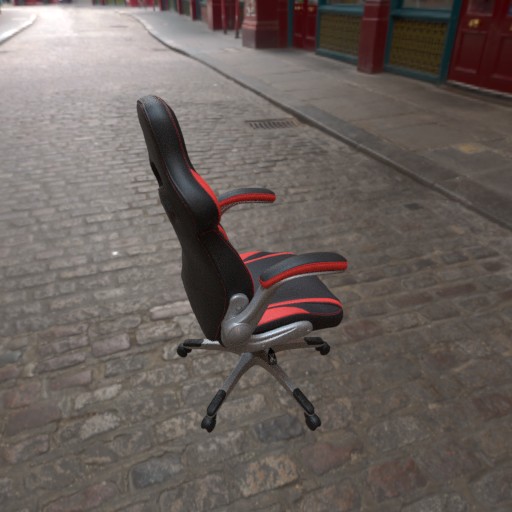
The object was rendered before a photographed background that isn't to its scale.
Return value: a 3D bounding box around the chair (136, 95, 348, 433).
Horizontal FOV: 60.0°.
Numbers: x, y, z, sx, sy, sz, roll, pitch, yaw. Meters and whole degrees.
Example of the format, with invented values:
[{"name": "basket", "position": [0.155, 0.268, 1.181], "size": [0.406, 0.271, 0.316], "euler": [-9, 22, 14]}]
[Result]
[{"name": "chair", "position": [0.000, 0.000, 1.637], "size": [0.712, 1.165, 0.758], "euler": [-11, 32, -18]}]
